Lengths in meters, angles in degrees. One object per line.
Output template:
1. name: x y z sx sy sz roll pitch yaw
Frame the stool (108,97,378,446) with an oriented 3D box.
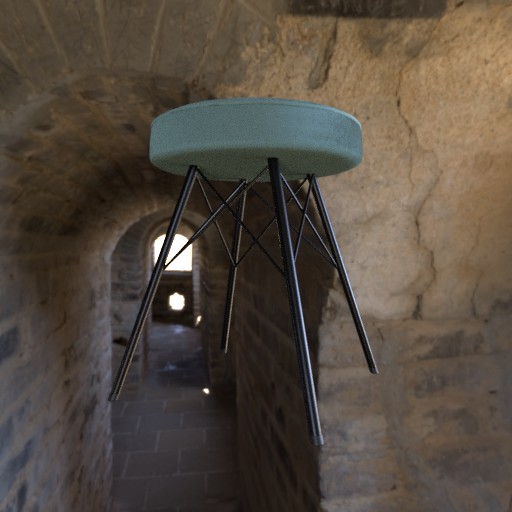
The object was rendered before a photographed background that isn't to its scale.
1. stool: 0.000 0.000 0.880 0.458 0.519 0.457 1 2 35
